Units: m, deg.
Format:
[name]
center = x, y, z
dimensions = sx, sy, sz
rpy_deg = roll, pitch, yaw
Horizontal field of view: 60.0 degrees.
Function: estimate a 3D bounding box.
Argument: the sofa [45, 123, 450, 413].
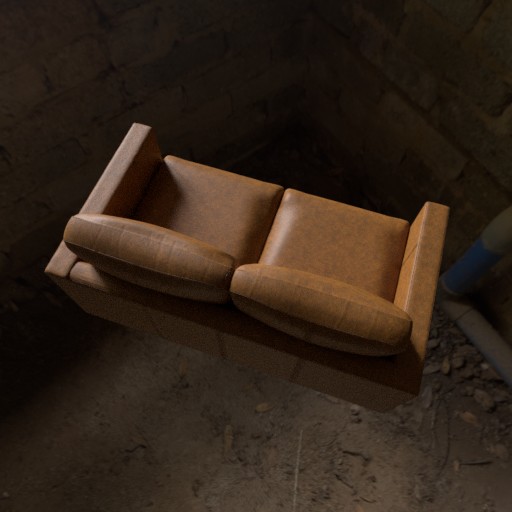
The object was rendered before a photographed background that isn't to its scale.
[sofa]
center = 0.000, 0.000, 2.122
dimensions = 1.578, 0.951, 0.909
rpy_deg = 17, 65, 8
